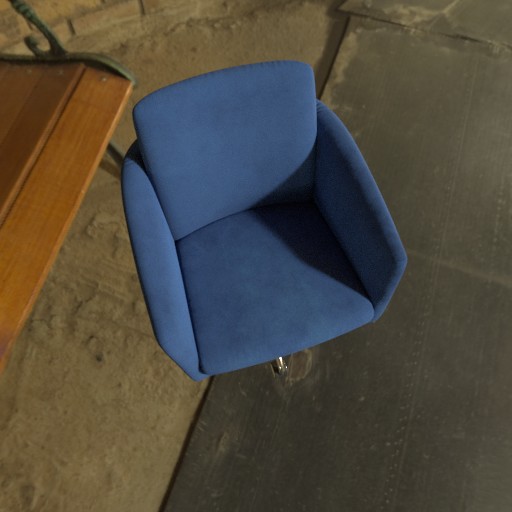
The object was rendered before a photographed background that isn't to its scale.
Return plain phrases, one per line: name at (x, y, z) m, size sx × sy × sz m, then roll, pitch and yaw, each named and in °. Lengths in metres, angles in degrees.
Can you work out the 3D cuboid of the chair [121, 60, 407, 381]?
chair at (0.000, 0.000, 1.338) m, size 0.641 × 0.908 × 0.635 m, roll -17°, pitch 65°, yaw -8°
